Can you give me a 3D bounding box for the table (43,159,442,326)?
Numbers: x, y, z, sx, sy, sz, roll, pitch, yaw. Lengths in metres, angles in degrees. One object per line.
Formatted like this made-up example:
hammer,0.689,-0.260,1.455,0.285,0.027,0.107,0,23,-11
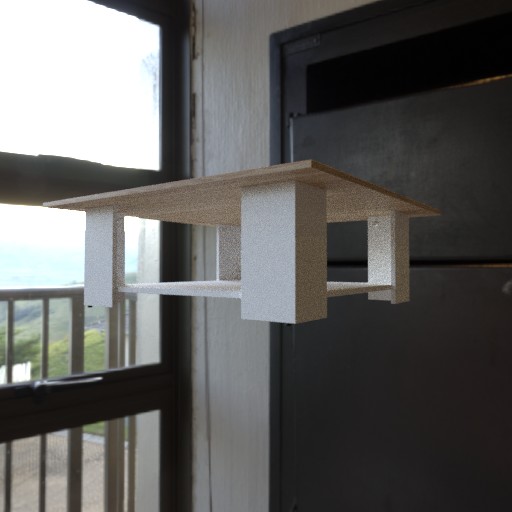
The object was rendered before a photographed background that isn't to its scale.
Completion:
table,0.000,0.000,1.385,0.890,0.305,0.890,-1,-2,36
